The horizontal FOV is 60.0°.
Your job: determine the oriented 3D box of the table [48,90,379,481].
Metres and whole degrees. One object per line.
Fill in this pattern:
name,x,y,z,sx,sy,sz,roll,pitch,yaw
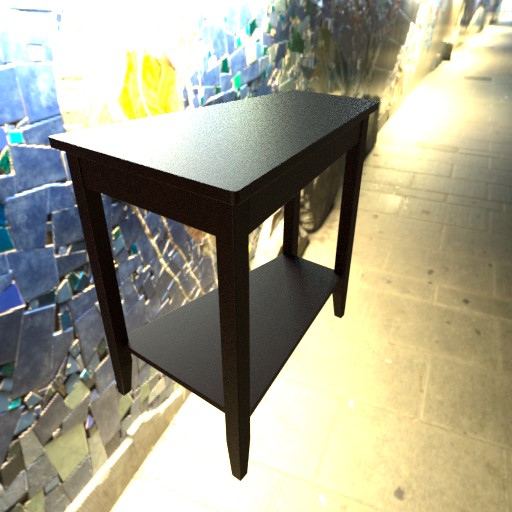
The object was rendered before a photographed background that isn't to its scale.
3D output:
table,0.000,0.000,0.973,0.399,0.589,0.605,21,36,32
